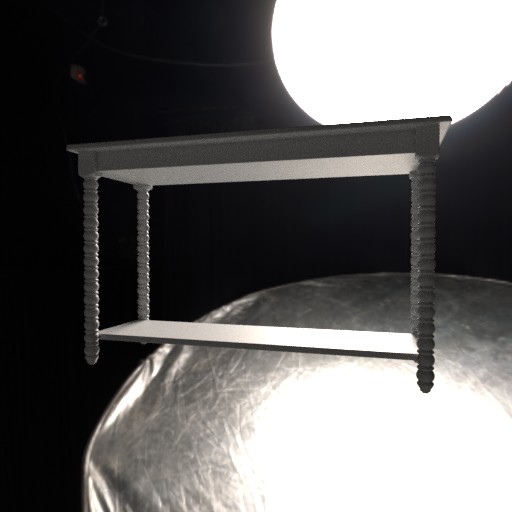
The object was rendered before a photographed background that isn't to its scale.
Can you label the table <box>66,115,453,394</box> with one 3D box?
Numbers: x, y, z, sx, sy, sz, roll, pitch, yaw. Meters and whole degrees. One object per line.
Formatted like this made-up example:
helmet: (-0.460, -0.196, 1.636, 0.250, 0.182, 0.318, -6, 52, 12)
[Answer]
table: (0.000, 0.000, 1.522, 1.184, 0.740, 0.459, 0, 1, 16)
